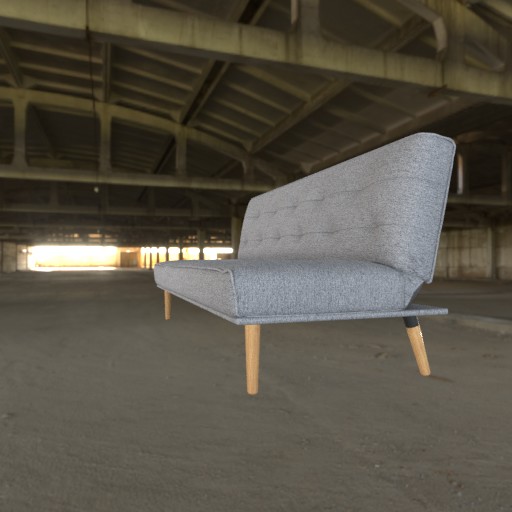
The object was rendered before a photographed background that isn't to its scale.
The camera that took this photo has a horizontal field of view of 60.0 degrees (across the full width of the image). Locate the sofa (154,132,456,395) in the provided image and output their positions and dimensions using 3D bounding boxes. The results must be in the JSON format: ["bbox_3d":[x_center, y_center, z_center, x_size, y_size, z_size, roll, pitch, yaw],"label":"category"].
[{"bbox_3d":[0.000,0.000,2.221,0.810,0.830,1.820,0,0,-19],"label":"sofa"}]
